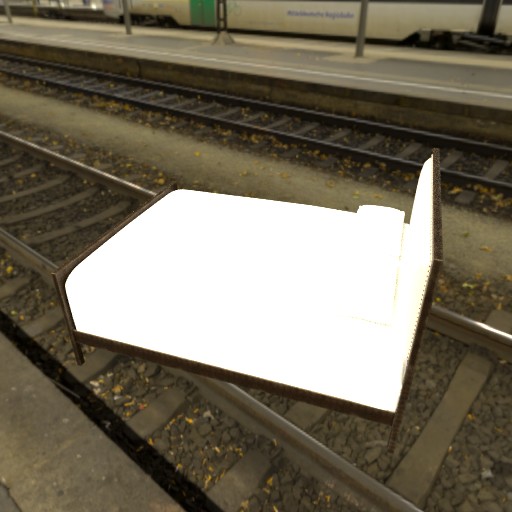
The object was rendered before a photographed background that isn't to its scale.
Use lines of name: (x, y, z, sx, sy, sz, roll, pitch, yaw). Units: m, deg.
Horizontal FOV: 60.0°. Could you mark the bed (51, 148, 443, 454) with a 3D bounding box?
bed: (0.000, 0.000, 3.166, 2.221, 1.313, 1.607, 10, 33, 16)
